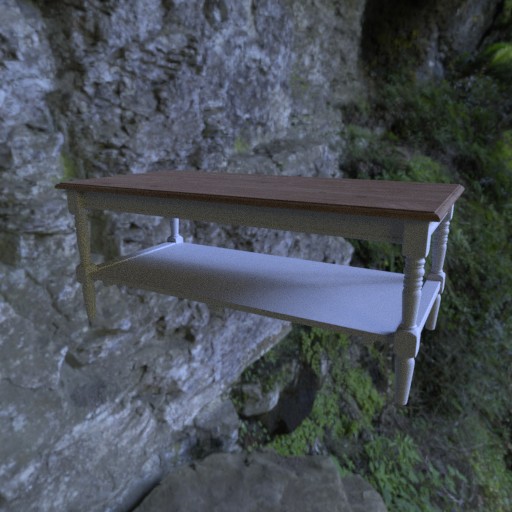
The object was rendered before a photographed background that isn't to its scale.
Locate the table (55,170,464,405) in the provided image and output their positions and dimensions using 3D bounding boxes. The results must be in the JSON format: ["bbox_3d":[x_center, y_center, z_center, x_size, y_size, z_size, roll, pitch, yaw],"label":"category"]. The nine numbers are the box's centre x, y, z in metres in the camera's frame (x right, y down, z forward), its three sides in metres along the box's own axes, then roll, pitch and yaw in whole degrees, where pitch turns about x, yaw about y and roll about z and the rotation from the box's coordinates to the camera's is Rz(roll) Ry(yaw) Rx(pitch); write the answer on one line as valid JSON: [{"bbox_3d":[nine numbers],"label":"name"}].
[{"bbox_3d":[0.000,0.000,1.408,1.118,0.458,0.559,8,18,28],"label":"table"}]
